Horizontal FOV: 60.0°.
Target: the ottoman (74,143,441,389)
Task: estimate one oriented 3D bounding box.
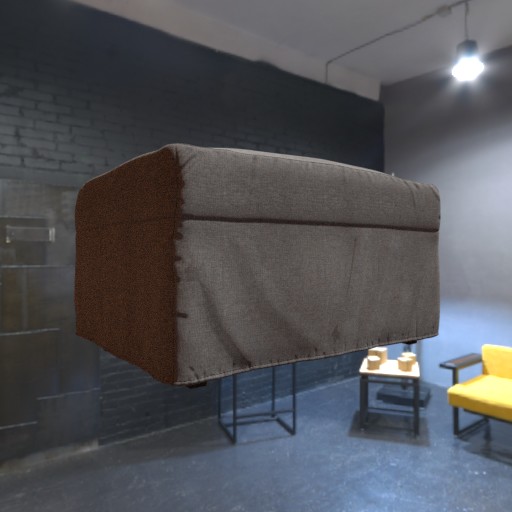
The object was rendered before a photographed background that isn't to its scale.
[{"bbox_3d":[0.000,0.000,1.250,0.833,0.492,0.652,0,0,-36],"label":"ottoman"}]
